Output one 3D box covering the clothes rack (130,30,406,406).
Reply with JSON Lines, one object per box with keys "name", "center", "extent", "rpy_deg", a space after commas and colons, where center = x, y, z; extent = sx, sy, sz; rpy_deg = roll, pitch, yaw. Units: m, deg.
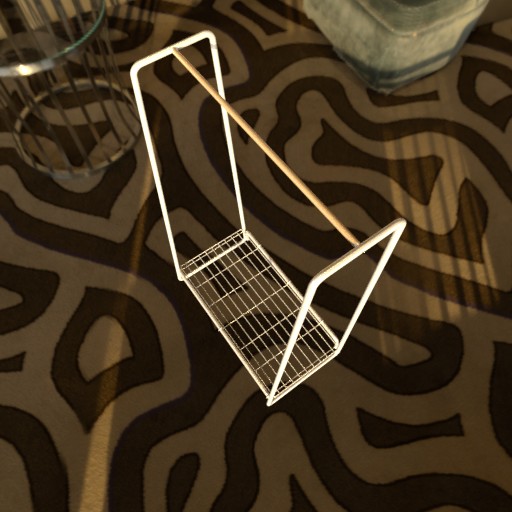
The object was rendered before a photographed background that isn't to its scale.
{"name": "clothes rack", "center": [0.000, 0.000, 1.890], "extent": [0.495, 1.500, 0.900], "rpy_deg": [-33, 67, -16]}
